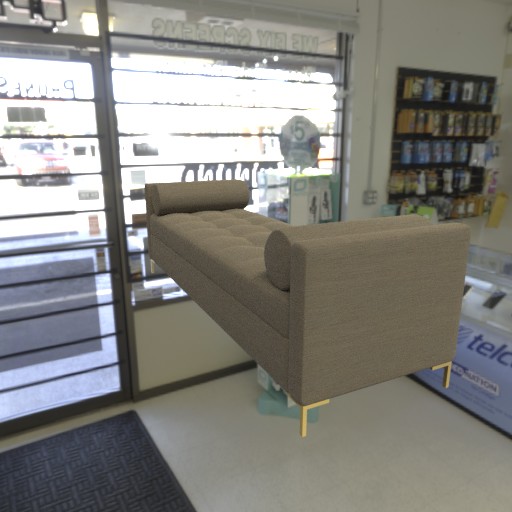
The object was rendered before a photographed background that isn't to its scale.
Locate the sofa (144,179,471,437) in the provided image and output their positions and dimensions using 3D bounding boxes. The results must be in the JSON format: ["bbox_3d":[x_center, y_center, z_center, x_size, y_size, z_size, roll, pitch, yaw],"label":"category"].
[{"bbox_3d":[0.000,0.000,2.305,0.686,0.635,1.981,-7,17,-25],"label":"sofa"}]
